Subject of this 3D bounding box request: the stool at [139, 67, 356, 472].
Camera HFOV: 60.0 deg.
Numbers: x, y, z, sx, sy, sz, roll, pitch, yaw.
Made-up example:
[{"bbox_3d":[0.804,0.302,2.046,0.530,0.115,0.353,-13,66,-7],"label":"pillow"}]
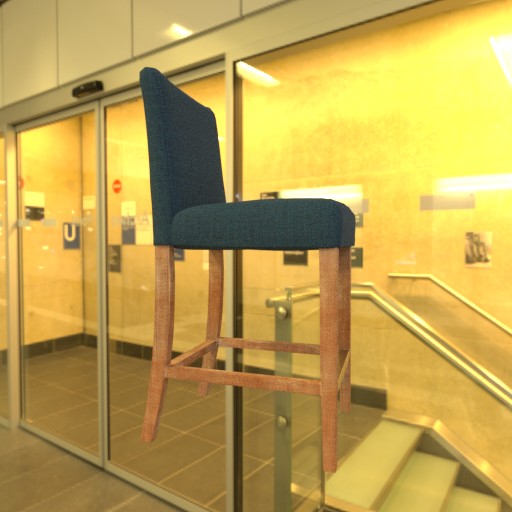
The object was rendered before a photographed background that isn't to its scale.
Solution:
[{"bbox_3d":[0.000,0.000,1.346,0.567,1.039,0.454,1,2,17],"label":"stool"}]
